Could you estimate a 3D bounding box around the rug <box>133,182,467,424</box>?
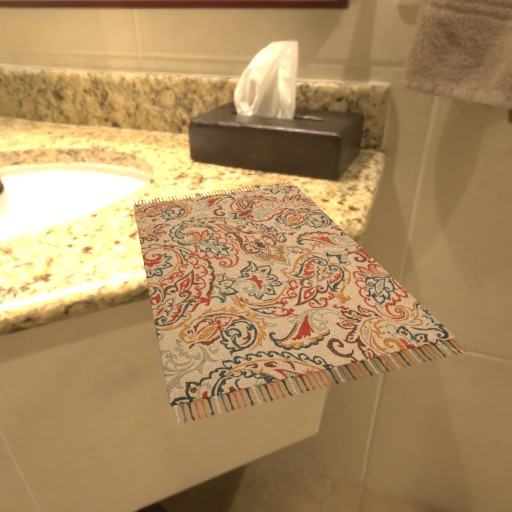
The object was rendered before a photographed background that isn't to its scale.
[{"bbox_3d":[0.000,0.000,2.489,1.218,0.010,1.997,-9,32,-15],"label":"rug"}]
